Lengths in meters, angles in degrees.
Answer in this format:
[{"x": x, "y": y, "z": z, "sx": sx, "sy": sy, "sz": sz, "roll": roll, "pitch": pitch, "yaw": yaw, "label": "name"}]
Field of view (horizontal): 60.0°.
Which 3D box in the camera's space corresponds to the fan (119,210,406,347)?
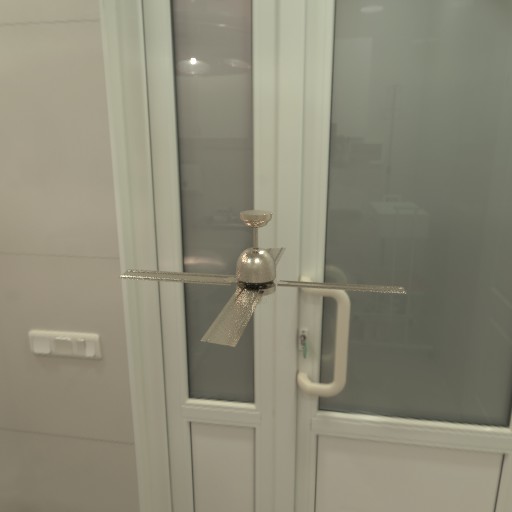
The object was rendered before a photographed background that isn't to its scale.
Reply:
[{"x": 0.000, "y": 0.000, "z": 2.056, "sx": 1.346, "sy": 0.406, "sz": 1.346, "roll": 2, "pitch": 15, "yaw": 9, "label": "fan"}]
